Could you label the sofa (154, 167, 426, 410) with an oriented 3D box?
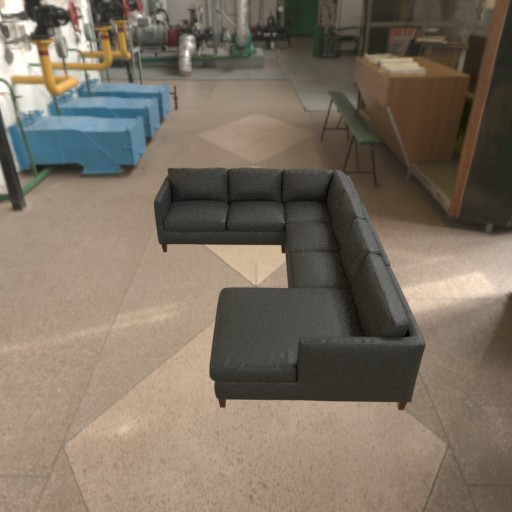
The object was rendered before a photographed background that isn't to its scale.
[{"bbox_3d":[0.000,0.000,4.848,2.593,0.923,3.460,0,31,1],"label":"sofa"}]
